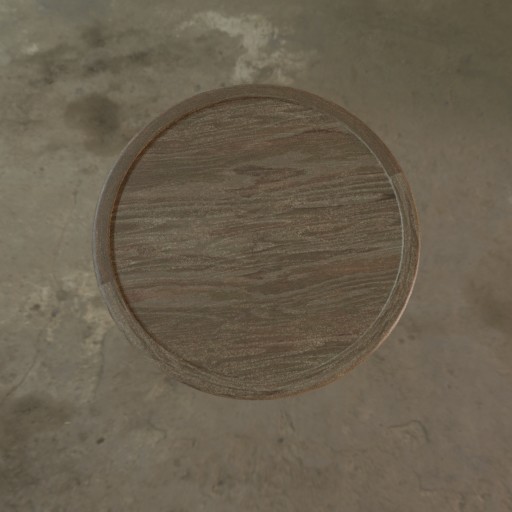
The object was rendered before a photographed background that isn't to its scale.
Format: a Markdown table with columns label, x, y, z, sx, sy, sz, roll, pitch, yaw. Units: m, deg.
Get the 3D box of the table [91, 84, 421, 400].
| label | x | y | z | sx | sy | sz | roll | pitch | yaw |
| --- | --- | --- | --- | --- | --- | --- | --- | --- | --- |
| table | 0.000 | 0.000 | 1.029 | 0.607 | 0.450 | 0.607 | 0 | 76 | 0 |
